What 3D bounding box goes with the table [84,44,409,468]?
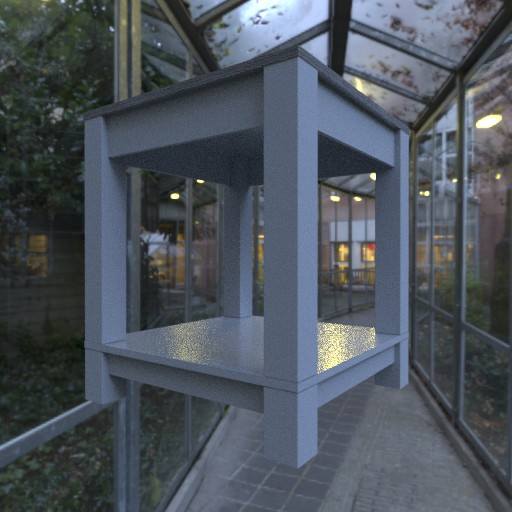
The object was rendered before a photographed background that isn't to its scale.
[{"bbox_3d":[0.000,0.000,0.965,0.506,0.587,0.504,0,0,36],"label":"table"}]
